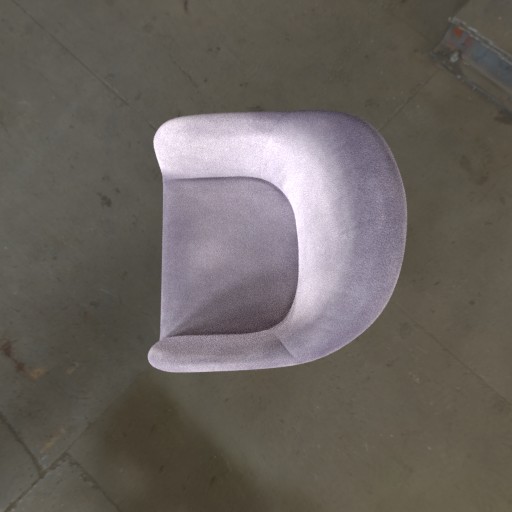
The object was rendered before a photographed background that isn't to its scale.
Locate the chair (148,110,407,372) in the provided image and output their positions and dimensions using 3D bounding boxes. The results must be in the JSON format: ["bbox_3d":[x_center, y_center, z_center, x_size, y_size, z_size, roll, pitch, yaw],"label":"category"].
[{"bbox_3d":[0.000,0.000,1.145,0.540,0.780,0.570,-2,76,0],"label":"chair"}]
